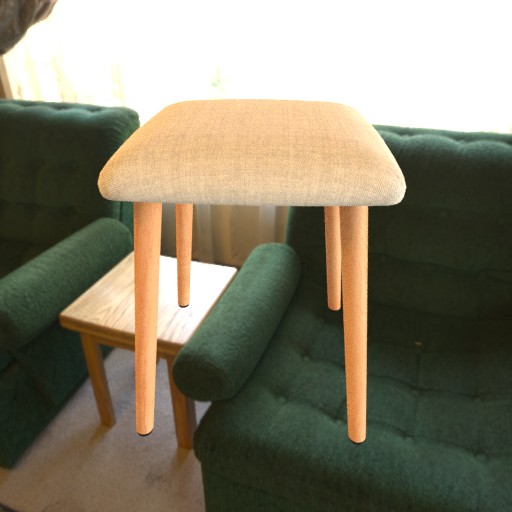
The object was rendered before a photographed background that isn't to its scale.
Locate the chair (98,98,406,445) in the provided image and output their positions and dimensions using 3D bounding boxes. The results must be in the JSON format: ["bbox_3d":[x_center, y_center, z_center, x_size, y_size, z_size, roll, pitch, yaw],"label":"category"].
[{"bbox_3d":[0.000,0.000,0.697,0.350,0.440,0.350,1,30,2],"label":"chair"}]
